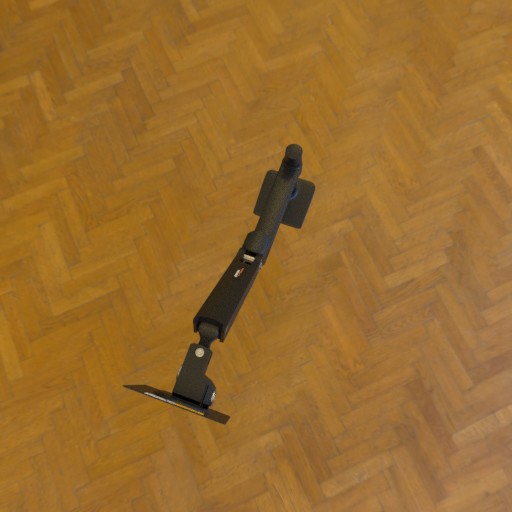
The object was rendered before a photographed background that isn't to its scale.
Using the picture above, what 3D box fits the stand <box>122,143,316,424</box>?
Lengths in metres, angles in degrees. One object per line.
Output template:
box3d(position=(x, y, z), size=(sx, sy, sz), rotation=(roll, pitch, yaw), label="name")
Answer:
box3d(position=(0.000, 0.000, 1.009), size=(0.152, 0.713, 0.650), rotation=(19, 75, 5), label="stand")
